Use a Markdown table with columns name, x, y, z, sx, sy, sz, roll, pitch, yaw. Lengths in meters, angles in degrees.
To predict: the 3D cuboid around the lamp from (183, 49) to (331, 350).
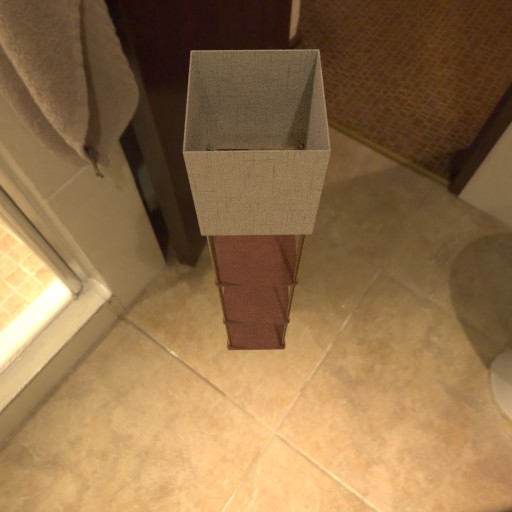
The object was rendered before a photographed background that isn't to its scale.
| name | x | y | z | sx | sy | sz | roll | pitch | yaw |
| --- | --- | --- | --- | --- | --- | --- | --- | --- | --- |
| lamp | 0.000 | 0.000 | 1.689 | 0.308 | 1.569 | 0.310 | -1 | 63 | 0 |
